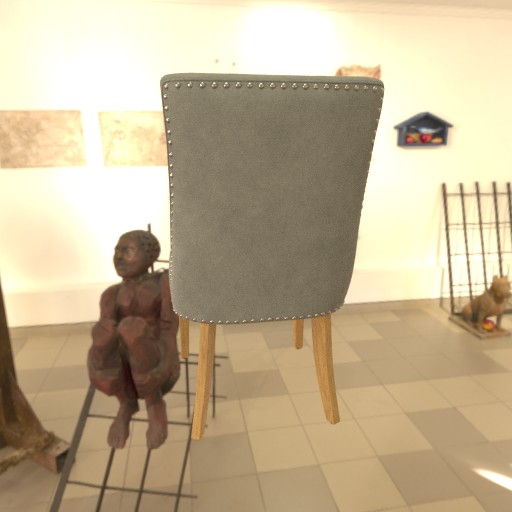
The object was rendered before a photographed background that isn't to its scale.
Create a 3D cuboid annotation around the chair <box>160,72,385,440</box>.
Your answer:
[{"bbox_3d":[0.000,0.000,1.259,0.495,0.902,0.610,-3,16,-10],"label":"chair"}]
